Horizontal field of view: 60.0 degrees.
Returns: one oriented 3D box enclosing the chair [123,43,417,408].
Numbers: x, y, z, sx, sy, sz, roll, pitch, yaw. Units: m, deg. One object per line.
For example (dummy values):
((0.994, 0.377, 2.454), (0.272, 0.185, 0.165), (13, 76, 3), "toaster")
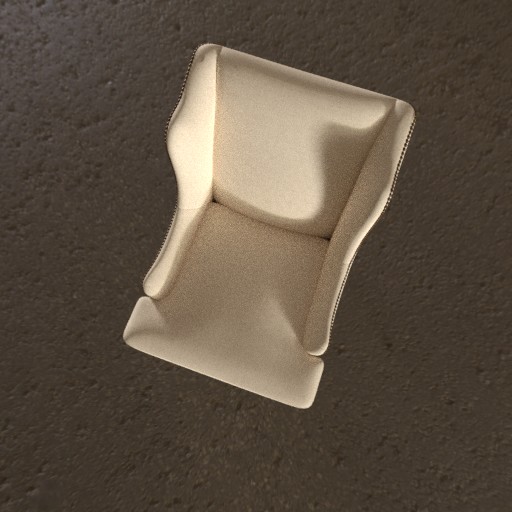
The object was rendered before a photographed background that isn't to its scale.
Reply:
((0.000, 0.000, 1.668), (0.737, 1.029, 0.940), (19, 76, 5), "chair")
